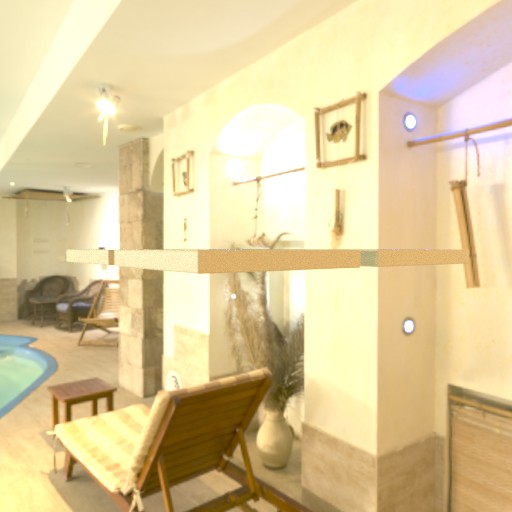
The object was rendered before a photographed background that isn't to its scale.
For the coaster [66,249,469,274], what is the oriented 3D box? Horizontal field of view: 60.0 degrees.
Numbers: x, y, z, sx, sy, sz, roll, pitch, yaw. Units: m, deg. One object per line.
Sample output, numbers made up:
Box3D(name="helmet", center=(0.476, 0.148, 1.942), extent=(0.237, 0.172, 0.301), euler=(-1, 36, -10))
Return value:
Box3D(name="coaster", center=(0.000, 0.000, 0.334), extent=(0.219, 0.010, 0.214), euler=(-1, 1, -37))
